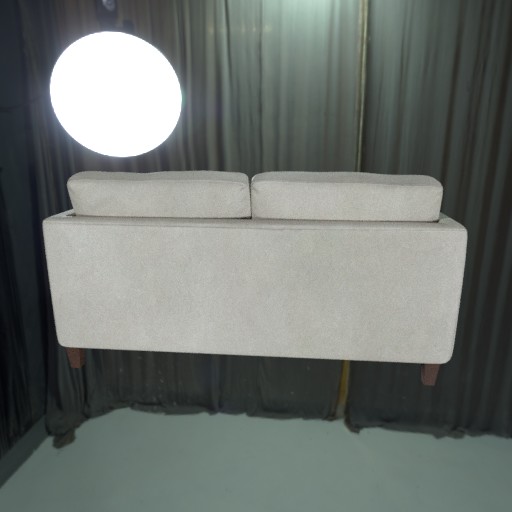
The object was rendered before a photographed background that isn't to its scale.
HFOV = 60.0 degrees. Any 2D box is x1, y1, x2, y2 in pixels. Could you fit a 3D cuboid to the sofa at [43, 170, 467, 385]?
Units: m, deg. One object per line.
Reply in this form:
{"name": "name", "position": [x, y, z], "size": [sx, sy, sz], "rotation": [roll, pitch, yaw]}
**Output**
{"name": "sofa", "position": [0.000, 0.000, 2.381], "size": [1.846, 0.940, 0.950], "rotation": [1, 16, 5]}
